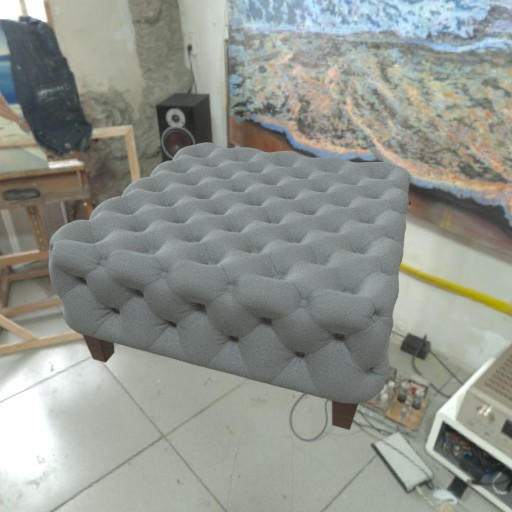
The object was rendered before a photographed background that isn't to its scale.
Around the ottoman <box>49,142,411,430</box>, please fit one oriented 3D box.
[{"bbox_3d":[0.000,0.000,1.456,0.911,0.439,0.917,10,34,16],"label":"ottoman"}]
